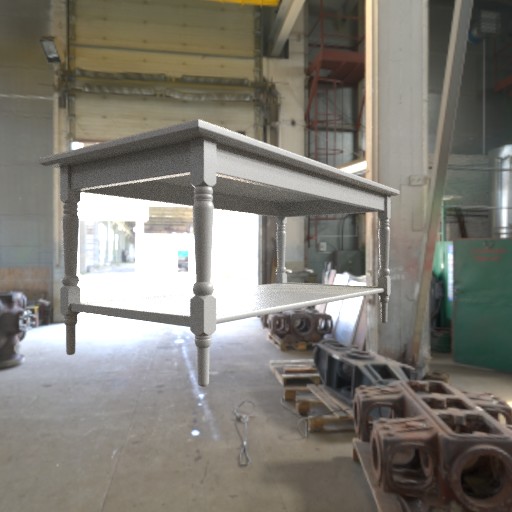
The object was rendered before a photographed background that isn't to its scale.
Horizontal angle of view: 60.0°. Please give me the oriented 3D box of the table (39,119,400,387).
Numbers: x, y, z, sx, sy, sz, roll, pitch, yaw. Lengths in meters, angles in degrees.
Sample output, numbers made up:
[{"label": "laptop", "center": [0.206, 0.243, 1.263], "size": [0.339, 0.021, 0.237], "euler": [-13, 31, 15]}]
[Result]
[{"label": "table", "center": [0.000, 0.000, 1.409], "size": [0.551, 0.506, 1.109], "euler": [0, 0, 36]}]
